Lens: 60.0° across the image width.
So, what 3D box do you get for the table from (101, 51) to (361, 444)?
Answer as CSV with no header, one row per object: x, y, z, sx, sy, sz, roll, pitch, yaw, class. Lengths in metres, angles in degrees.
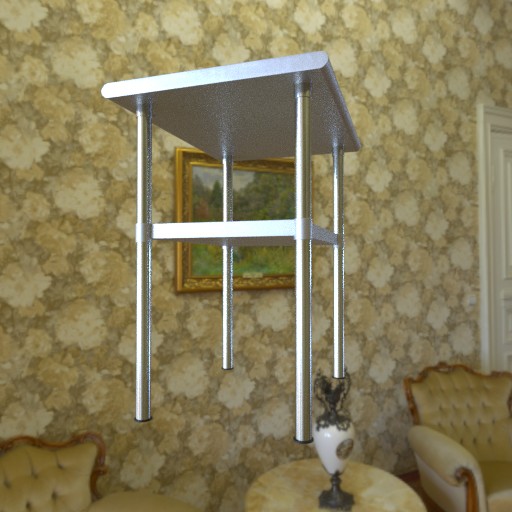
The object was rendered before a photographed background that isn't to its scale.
0.000,0.000,1.401,0.584,0.876,0.762,0,-1,18,table
